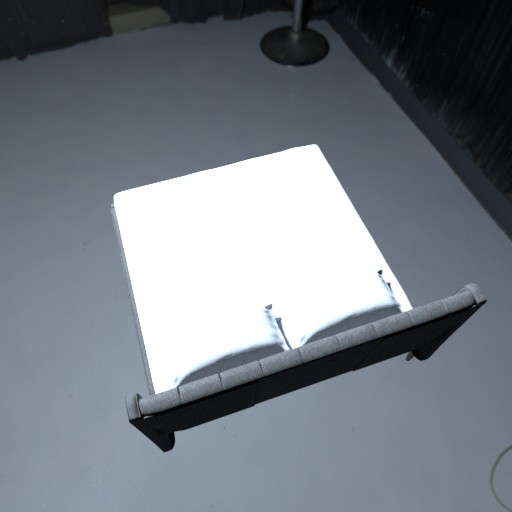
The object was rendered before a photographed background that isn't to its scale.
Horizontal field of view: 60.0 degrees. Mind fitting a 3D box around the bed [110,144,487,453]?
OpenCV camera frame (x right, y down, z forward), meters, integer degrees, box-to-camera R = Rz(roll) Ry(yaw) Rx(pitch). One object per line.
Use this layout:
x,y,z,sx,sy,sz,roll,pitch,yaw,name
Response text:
0.000,0.000,2.547,1.531,0.933,1.638,-16,59,-10,bed
